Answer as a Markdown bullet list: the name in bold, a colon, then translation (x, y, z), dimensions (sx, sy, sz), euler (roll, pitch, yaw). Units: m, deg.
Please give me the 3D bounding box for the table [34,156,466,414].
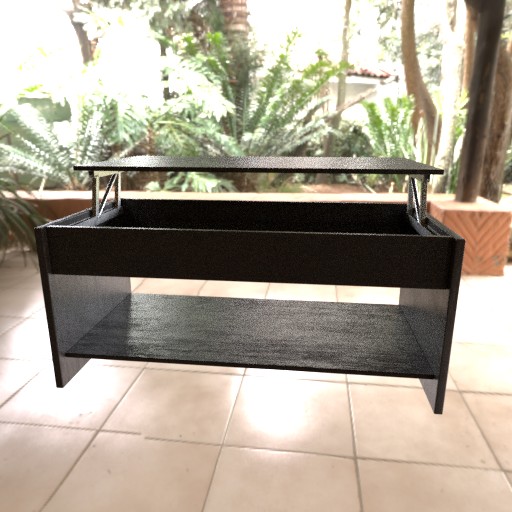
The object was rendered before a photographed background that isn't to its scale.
- **table**: translation (0.000, 0.000, 1.397), dimensions (1.000, 0.570, 0.712), euler (2, 16, 6)
